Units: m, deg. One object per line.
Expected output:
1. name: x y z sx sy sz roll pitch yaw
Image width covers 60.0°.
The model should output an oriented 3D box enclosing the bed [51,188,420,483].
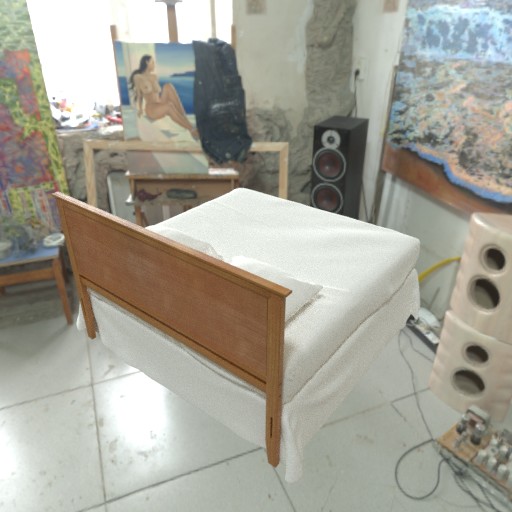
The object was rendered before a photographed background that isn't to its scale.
1. bed: 0.000 0.000 3.612 2.317 1.270 2.215 21 36 33
